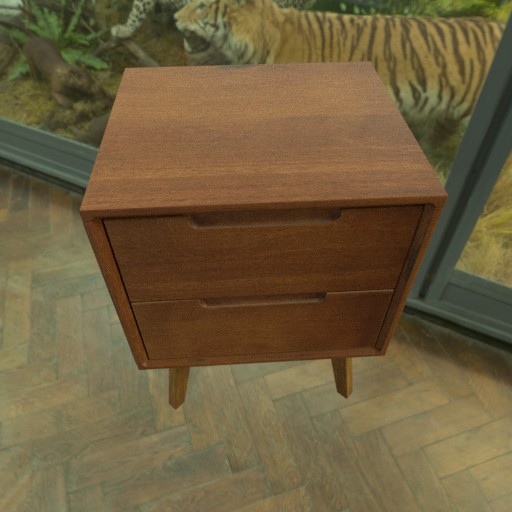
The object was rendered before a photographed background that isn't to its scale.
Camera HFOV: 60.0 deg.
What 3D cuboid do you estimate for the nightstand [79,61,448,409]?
[{"bbox_3d":[0.000,0.000,0.912,0.460,0.618,0.411,-3,46,-3],"label":"nightstand"}]
